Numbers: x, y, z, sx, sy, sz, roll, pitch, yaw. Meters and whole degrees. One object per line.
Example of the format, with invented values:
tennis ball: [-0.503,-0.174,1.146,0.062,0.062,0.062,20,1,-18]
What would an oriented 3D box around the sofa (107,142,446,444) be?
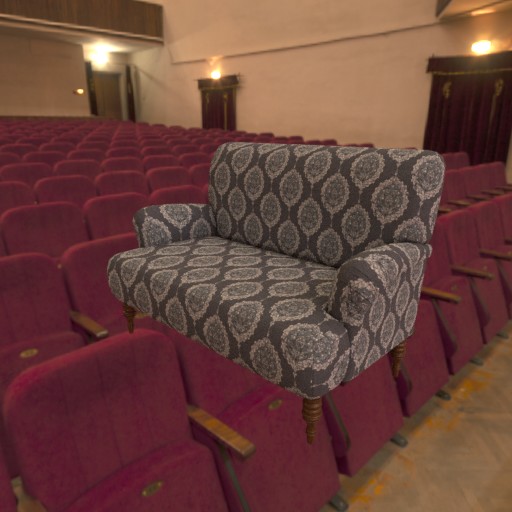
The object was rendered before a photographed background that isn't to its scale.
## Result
sofa: [0.000,0.000,1.833,1.297,0.867,0.779,16,23,43]
